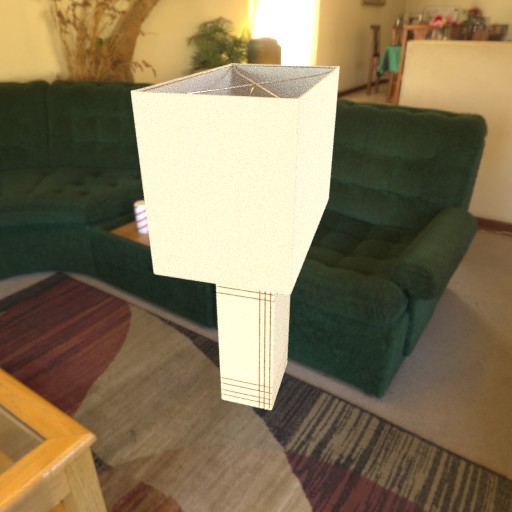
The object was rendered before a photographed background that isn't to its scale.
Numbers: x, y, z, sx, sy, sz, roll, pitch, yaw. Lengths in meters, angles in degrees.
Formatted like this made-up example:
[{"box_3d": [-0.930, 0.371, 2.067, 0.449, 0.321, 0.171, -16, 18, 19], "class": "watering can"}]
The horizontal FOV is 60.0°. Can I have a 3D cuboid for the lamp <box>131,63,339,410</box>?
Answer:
[{"box_3d": [0.000, 0.000, 0.716, 0.182, 0.543, 0.334, 8, 29, 14], "class": "lamp"}]
